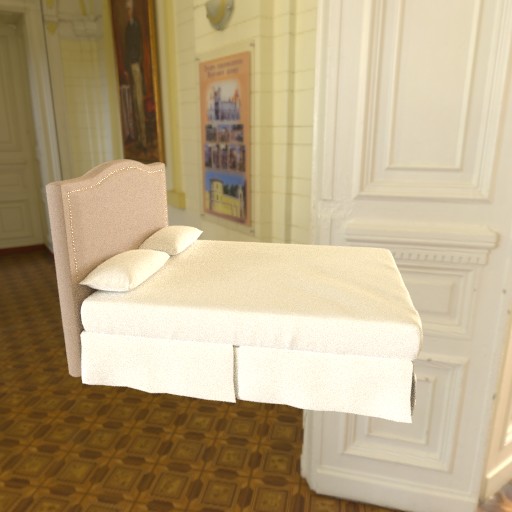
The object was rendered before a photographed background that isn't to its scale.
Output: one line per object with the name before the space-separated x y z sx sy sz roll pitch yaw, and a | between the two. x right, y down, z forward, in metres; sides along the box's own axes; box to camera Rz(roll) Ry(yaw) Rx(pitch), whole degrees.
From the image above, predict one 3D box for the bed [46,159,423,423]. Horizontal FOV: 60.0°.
bed | 0.000 0.000 3.446 2.282 1.436 1.821 3 16 10
